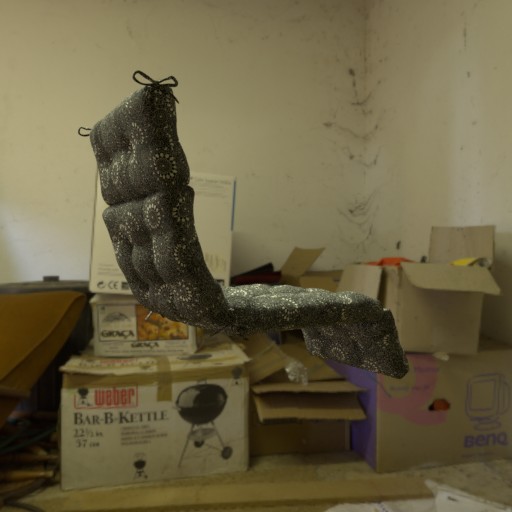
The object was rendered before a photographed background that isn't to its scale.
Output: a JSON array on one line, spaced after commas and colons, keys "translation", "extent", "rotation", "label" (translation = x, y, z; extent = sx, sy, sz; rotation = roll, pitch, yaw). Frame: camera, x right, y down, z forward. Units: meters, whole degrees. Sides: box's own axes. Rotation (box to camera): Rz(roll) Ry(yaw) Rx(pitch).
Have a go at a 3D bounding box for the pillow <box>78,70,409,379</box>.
[{"translation": [0.000, 0.000, 1.476], "extent": [1.016, 0.863, 0.526], "rotation": [0, 0, -35], "label": "pillow"}]
